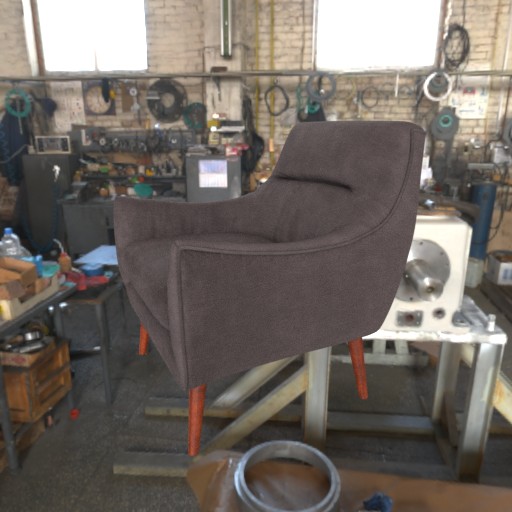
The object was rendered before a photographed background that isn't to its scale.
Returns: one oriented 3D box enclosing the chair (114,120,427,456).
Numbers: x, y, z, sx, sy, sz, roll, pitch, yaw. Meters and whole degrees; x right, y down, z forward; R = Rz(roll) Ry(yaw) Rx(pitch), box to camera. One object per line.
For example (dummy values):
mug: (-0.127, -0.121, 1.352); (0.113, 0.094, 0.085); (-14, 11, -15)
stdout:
chair: (0.000, 0.000, 1.430); (0.787, 0.838, 0.762); (-8, 18, -25)
